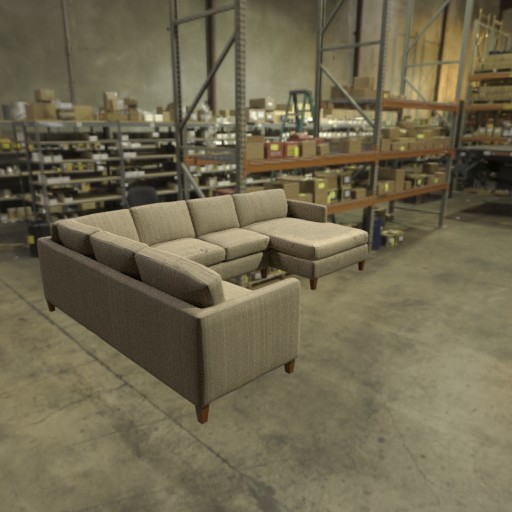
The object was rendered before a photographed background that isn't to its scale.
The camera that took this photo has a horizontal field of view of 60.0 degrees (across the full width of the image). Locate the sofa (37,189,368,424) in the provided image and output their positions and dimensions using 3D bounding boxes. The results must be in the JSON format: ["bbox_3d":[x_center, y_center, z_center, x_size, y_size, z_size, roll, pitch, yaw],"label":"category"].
[{"bbox_3d":[0.000,0.000,4.608,3.460,0.961,2.594,-16,23,-42],"label":"sofa"}]
